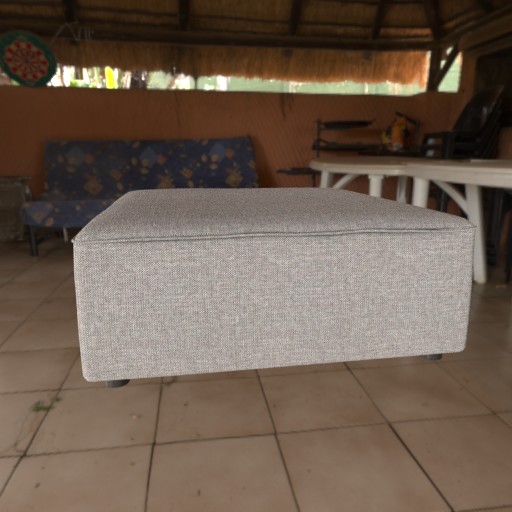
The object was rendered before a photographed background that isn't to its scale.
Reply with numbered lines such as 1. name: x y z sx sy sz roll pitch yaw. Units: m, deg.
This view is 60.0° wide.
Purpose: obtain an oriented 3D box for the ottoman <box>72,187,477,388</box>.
1. ottoman: 0.000 0.000 1.564 1.017 0.423 1.023 -2 13 -9
